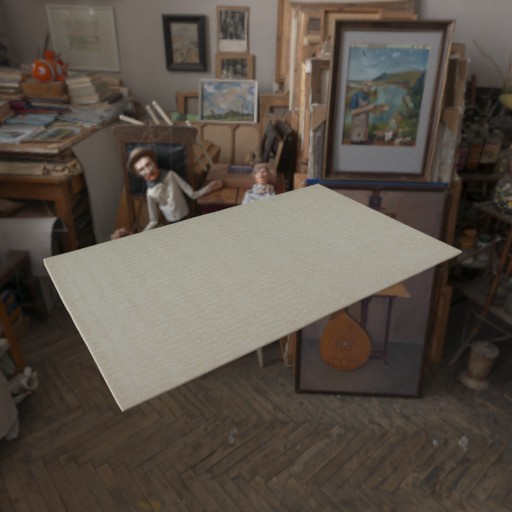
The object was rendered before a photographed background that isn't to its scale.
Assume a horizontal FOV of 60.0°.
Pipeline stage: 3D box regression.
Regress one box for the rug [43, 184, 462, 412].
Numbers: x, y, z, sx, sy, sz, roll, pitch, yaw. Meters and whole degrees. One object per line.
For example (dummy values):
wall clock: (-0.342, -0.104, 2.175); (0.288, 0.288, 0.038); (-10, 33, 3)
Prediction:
rug: (0.000, 0.000, 3.022); (2.441, 0.014, 1.531); (-19, 36, -29)
